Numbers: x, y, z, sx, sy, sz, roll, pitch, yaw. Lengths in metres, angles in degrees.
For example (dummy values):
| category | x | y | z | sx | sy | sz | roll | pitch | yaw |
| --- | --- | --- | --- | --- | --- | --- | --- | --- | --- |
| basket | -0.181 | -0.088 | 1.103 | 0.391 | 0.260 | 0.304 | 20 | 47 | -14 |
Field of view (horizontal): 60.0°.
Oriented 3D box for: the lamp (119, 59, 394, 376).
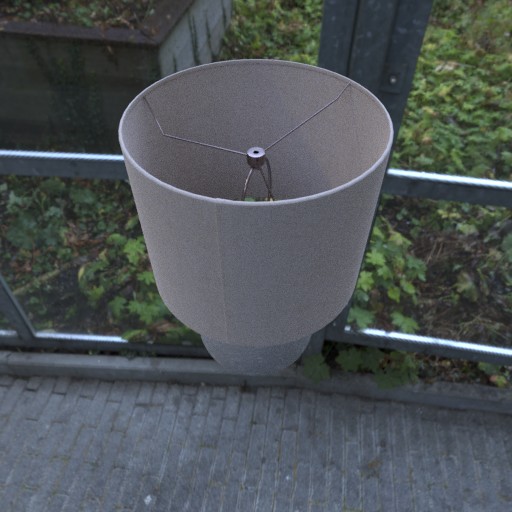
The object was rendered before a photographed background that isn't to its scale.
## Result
| category | x | y | z | sx | sy | sz | roll | pitch | yaw |
| --- | --- | --- | --- | --- | --- | --- | --- | --- | --- |
| lamp | 0.000 | 0.000 | 0.591 | 0.269 | 0.409 | 0.269 | 17 | 49 | 15 |
